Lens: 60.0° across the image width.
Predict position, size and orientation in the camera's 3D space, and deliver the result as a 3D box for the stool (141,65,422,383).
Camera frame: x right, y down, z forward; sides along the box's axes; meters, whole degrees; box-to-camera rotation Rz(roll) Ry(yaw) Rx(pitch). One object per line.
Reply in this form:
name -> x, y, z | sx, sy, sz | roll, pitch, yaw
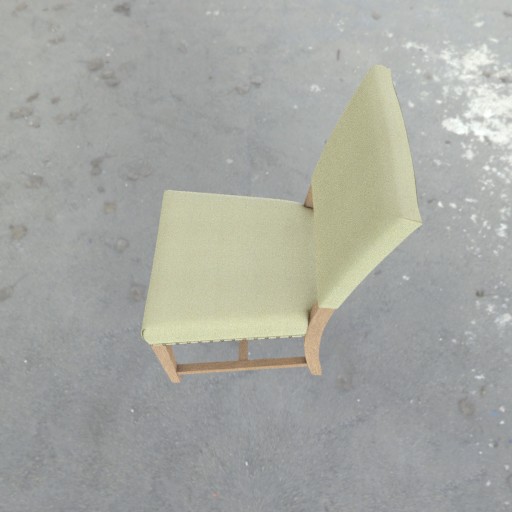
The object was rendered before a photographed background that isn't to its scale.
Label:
stool -> 0.000, 0.000, 1.313 | 0.623, 0.986, 0.508 | 1, 59, 1
